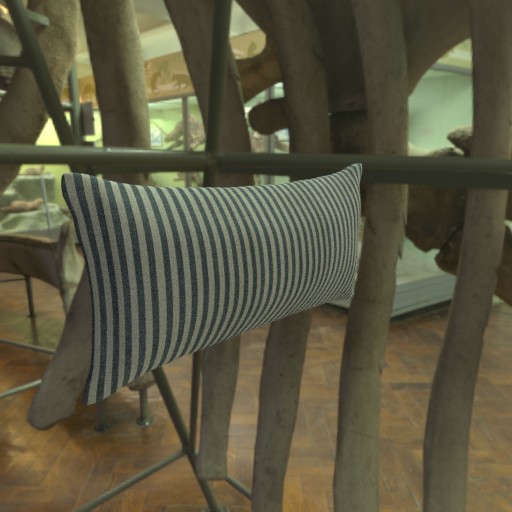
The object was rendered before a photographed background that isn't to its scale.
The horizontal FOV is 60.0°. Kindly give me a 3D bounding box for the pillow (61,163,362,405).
[{"bbox_3d":[0.000,0.000,0.742,0.617,0.295,0.151,-13,18,-43],"label":"pillow"}]
